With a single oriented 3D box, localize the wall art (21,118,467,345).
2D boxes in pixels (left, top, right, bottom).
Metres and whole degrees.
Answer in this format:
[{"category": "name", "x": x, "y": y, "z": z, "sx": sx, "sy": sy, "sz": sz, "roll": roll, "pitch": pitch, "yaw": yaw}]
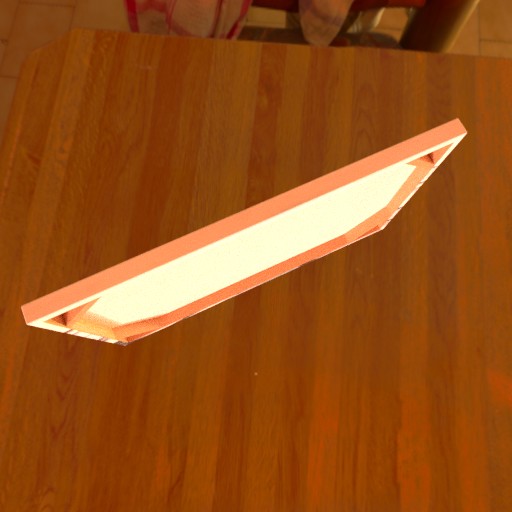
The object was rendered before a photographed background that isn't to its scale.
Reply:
[{"category": "wall art", "x": 0.000, "y": 0.000, "z": 1.134, "sx": 0.914, "sy": 0.609, "sz": 0.039, "roll": -24, "pitch": 76, "yaw": -6}]
